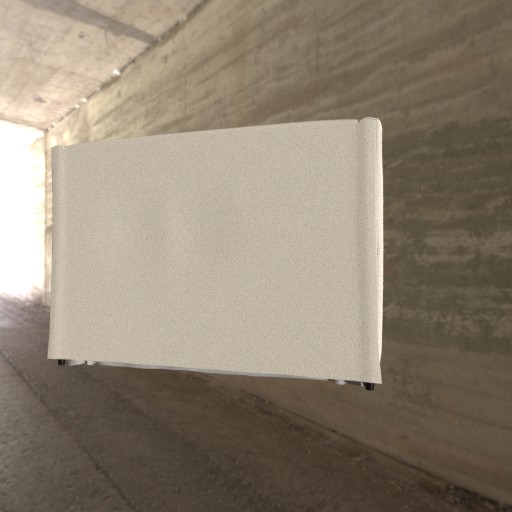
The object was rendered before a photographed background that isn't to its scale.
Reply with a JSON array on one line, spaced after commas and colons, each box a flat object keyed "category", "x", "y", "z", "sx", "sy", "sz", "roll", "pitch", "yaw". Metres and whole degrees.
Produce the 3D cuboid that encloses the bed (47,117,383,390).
[{"category": "bed", "x": 0.000, "y": 0.000, "z": 3.447, "sx": 1.925, "sy": 1.332, "sz": 2.276, "roll": 0, "pitch": -1, "yaw": 17}]
